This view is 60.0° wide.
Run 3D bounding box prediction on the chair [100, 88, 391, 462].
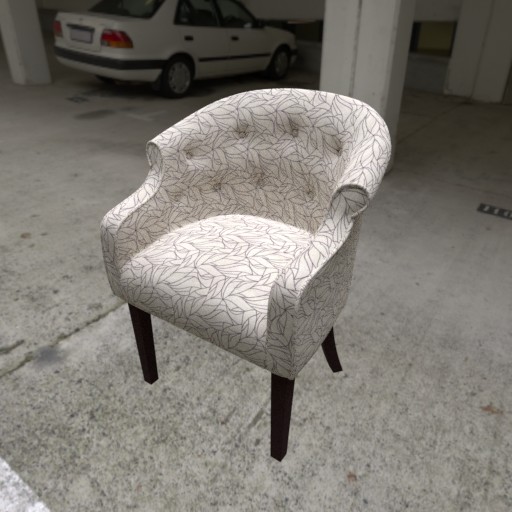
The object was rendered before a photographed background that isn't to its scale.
[{"bbox_3d":[0.000,0.000,1.294,0.686,0.858,0.613,19,34,30],"label":"chair"}]
